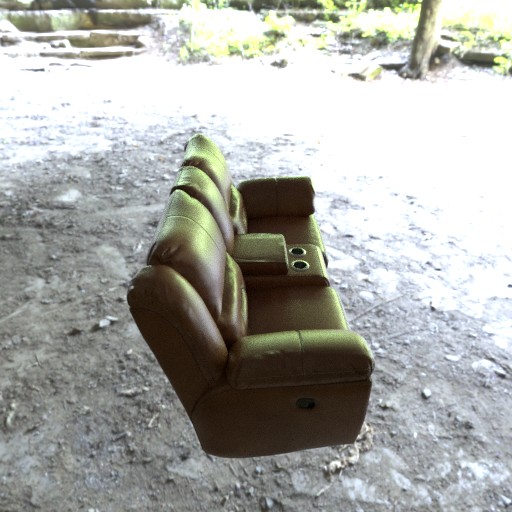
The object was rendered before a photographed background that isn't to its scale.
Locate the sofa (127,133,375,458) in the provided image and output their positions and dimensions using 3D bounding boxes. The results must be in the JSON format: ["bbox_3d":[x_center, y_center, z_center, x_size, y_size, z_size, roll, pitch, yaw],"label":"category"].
[{"bbox_3d":[0.000,0.000,2.626,0.991,1.043,2.058,-1,31,-1],"label":"sofa"}]
